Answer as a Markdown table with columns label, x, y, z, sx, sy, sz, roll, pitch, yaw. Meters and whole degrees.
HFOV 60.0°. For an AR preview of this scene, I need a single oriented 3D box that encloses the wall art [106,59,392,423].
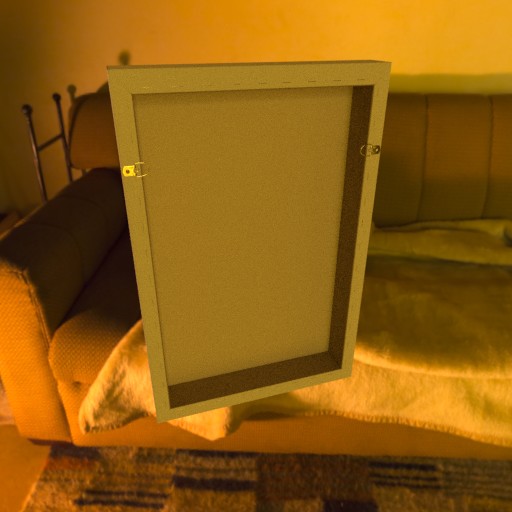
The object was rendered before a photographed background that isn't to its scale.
| label | x | y | z | sx | sy | sz | roll | pitch | yaw |
| --- | --- | --- | --- | --- | --- | --- | --- | --- | --- |
| wall art | 0.000 | 0.000 | 0.478 | 0.252 | 0.381 | 0.039 | -8 | 28 | -16 |
